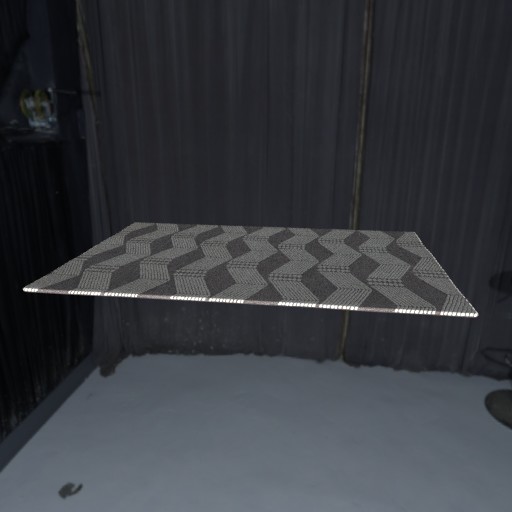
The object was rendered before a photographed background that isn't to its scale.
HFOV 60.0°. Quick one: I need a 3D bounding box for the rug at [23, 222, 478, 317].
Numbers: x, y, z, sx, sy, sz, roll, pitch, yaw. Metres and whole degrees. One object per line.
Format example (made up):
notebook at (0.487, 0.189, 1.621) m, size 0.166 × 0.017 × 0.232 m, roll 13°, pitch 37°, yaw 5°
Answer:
rug at (0.000, 0.000, 2.323) m, size 1.833 × 0.016 × 1.210 m, roll 2°, pitch 18°, yaw 8°
